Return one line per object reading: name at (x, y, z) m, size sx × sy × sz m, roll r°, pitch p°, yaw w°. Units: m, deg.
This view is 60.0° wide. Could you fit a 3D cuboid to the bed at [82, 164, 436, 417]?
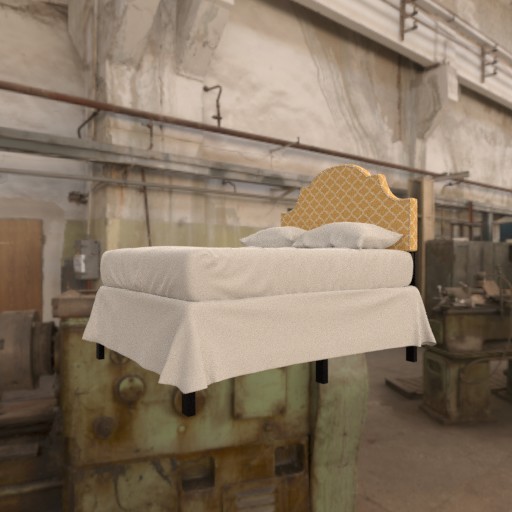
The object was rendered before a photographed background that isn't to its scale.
bed at (0.000, 0.000, 3.470) m, size 2.222 × 1.633 × 1.780 m, roll 0°, pitch 0°, yaw -36°
